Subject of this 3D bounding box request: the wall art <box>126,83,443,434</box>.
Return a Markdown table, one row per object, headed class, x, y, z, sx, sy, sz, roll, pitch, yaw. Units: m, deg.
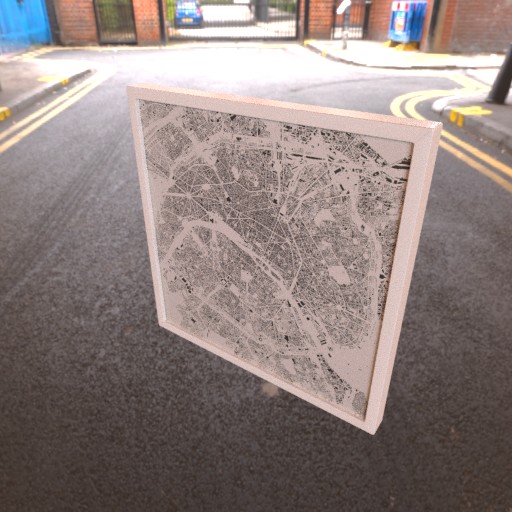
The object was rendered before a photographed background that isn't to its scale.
| class | x | y | z | sx | sy | sz | roll | pitch | yaw |
| --- | --- | --- | --- | --- | --- | --- | --- | --- | --- |
| wall art | 0.000 | 0.000 | 0.756 | 0.508 | 0.508 | 0.038 | 19 | 35 | 30 |
